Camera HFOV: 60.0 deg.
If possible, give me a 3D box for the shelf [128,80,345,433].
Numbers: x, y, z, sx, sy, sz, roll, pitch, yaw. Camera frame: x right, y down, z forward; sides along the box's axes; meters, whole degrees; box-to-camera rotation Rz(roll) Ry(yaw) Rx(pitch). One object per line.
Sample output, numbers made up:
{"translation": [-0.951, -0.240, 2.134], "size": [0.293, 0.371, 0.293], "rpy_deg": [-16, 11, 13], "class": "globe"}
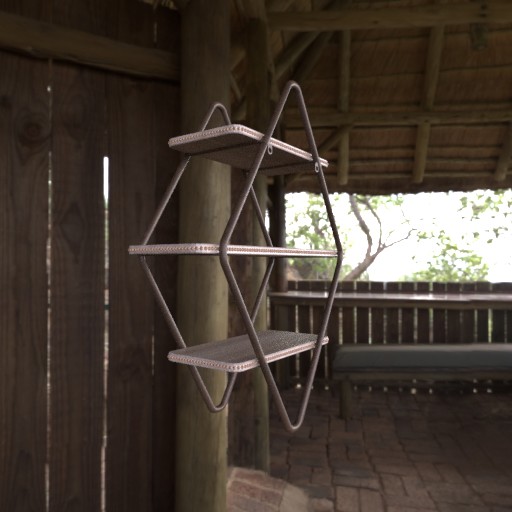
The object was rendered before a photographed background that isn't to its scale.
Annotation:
{"translation": [0.000, 0.000, 1.049], "size": [0.234, 0.774, 0.609], "rpy_deg": [-1, -1, 35], "class": "shelf"}
